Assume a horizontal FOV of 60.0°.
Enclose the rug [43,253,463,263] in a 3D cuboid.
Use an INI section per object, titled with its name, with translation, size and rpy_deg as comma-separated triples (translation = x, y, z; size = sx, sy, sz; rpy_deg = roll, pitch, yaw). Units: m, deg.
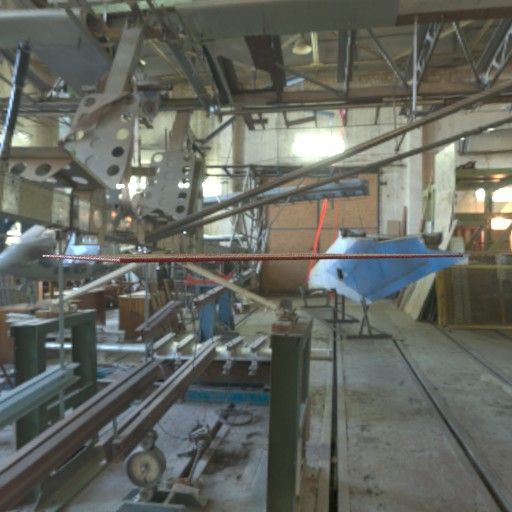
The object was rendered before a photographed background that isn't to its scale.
[rug]
translation = 0.000, 0.000, 2.276
size = 1.802, 0.013, 1.194
rpy_deg = -1, 1, -35
